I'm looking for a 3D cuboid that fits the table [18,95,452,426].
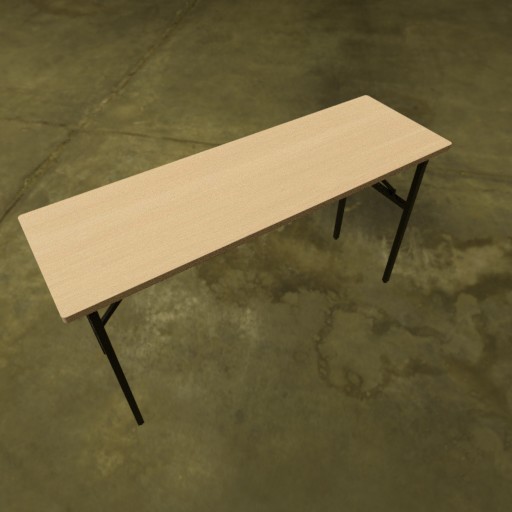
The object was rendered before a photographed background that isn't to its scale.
[{"bbox_3d":[0.000,0.000,1.717,1.397,0.750,0.447,-25,51,-23],"label":"table"}]
